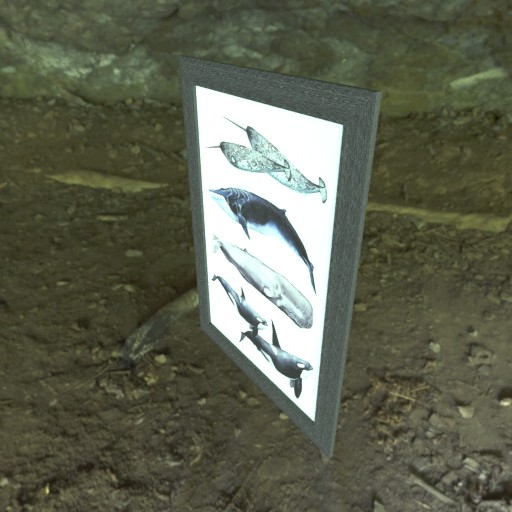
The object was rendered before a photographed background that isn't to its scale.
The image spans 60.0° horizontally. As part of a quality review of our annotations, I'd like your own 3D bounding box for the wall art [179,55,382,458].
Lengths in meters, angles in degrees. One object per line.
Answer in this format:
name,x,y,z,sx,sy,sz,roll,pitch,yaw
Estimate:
wall art,0.000,0.000,1.426,0.016,1.116,0.810,-20,36,-31
